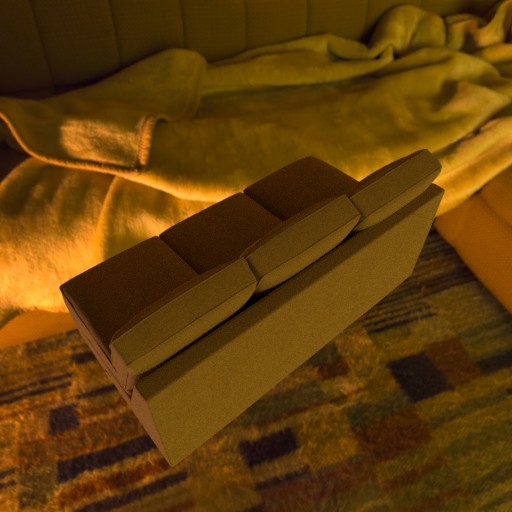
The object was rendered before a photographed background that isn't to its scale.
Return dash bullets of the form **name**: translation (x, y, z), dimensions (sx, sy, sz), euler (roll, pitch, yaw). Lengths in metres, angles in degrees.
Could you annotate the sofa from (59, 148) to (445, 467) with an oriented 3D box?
- **sofa**: translation (0.000, 0.000, 2.715), dimensions (2.092, 1.036, 1.127), euler (-32, 54, -27)
